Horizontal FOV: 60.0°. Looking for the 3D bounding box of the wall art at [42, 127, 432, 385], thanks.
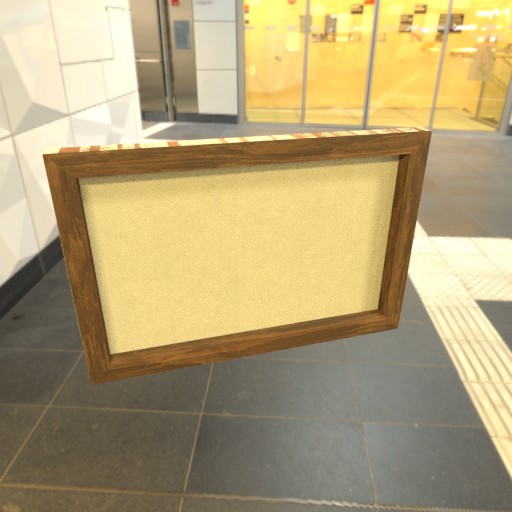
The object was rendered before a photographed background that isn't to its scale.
[{"bbox_3d":[0.000,0.000,0.776,0.609,0.405,0.035,-7,27,-14],"label":"wall art"}]
